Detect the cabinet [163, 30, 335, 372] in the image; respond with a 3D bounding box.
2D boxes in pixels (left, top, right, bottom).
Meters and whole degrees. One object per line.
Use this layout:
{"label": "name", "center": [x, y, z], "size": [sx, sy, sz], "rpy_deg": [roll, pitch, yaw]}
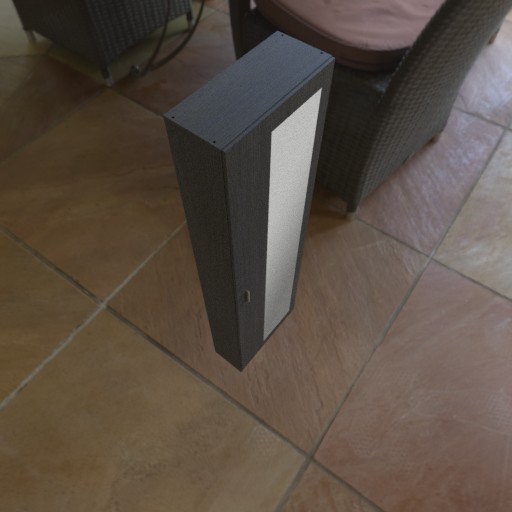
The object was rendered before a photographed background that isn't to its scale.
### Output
{"label": "cabinet", "center": [0.000, 0.000, 1.998], "size": [0.230, 1.790, 0.500], "rpy_deg": [34, 64, 20]}
